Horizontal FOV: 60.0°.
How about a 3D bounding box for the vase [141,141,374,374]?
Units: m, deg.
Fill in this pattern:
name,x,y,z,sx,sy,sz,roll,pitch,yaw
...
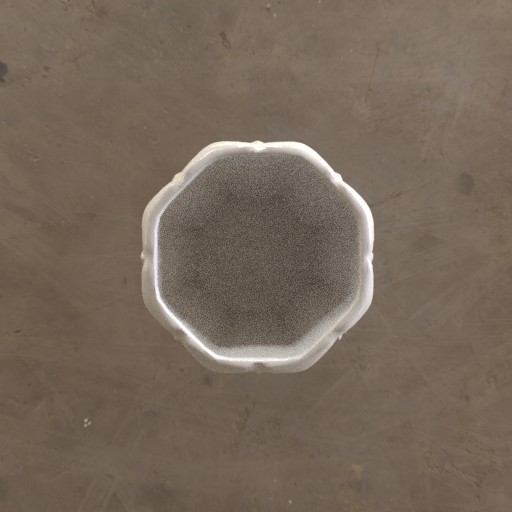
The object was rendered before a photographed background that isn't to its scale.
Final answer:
name,x,y,z,sx,sy,sz,roll,pitch,yaw
vase,0.000,0.000,0.266,0.141,0.152,0.141,0,91,-1
